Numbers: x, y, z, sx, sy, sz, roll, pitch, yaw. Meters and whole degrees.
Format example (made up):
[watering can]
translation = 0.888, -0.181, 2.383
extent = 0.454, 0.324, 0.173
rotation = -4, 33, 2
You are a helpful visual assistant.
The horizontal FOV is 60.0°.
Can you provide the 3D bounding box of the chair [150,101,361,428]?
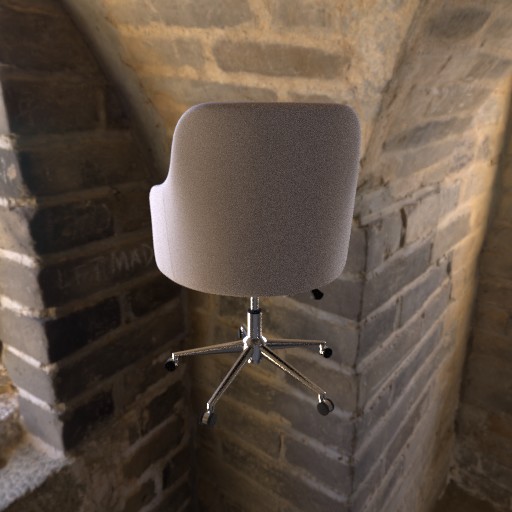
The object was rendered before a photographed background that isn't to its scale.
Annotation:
[chair]
translation = 0.000, 0.000, 1.293
extent = 0.602, 0.819, 0.647
rotation = -2, 16, -8
